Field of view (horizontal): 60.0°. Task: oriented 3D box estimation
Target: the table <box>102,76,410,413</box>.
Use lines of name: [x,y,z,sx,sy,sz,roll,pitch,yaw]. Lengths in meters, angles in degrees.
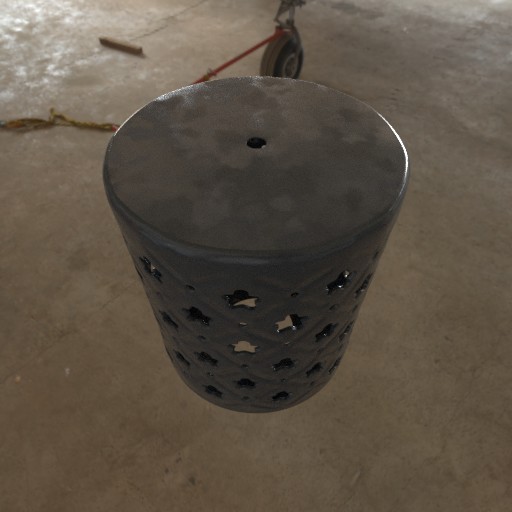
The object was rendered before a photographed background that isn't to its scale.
table: [0.000,0.000,0.650,0.352,0.387,0.352,0,48,0]
